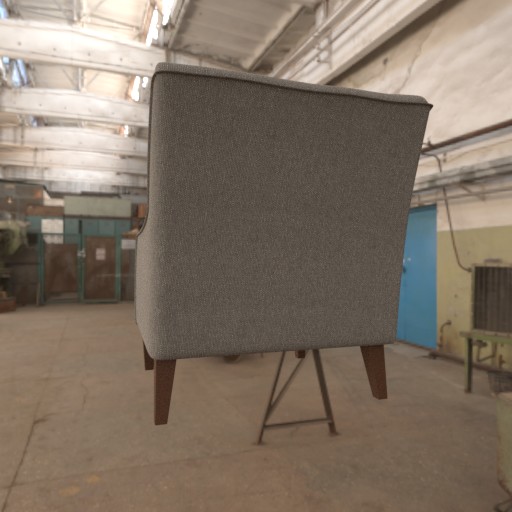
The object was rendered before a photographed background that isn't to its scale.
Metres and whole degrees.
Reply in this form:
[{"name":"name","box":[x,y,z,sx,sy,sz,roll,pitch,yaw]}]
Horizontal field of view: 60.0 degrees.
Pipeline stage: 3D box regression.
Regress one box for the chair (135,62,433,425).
[{"name":"chair","box":[0.000,0.000,1.547,0.780,0.919,0.899,0,0,-18]}]
